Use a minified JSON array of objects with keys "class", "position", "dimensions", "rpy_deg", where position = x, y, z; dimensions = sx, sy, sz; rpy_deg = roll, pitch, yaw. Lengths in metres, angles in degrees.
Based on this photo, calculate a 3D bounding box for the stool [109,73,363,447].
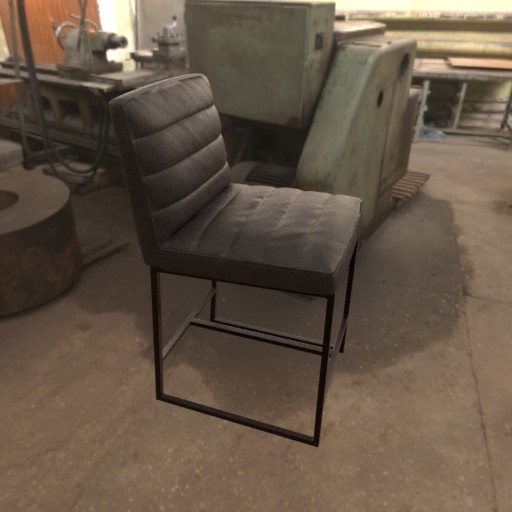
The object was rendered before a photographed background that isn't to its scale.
[{"class":"stool","position":[0.000,0.000,1.307],"dimensions":[0.562,0.946,0.463],"rpy_deg":[10,32,17]}]
